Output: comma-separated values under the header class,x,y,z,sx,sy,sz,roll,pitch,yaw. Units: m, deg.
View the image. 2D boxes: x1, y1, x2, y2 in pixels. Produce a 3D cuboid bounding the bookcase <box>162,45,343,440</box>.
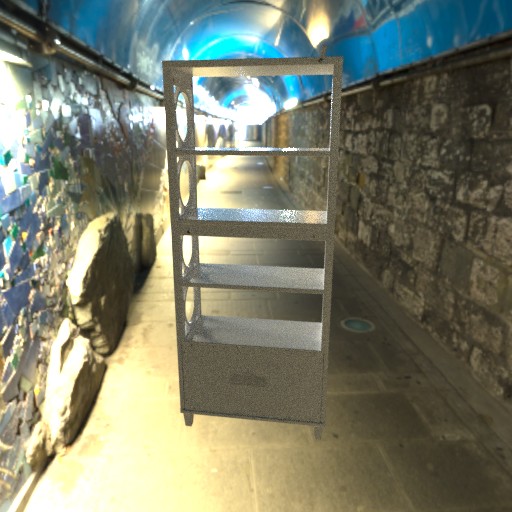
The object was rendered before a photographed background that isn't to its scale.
class,x,y,z,sx,sy,sz,roll,pitch,yaw
bookcase,0.000,0.000,2.232,0.761,1.869,0.361,2,16,9
